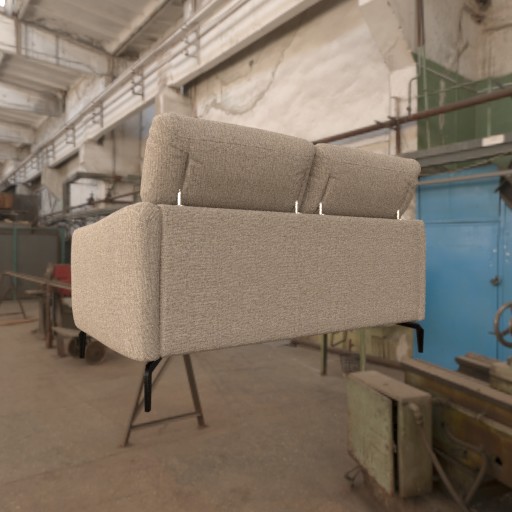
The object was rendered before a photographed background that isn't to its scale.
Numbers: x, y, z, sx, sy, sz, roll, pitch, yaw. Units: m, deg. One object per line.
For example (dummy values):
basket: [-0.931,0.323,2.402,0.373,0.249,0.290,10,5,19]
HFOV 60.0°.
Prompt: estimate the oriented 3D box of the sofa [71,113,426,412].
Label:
sofa: [0.000,0.000,2.111,1.540,0.950,0.905,0,1,-35]
